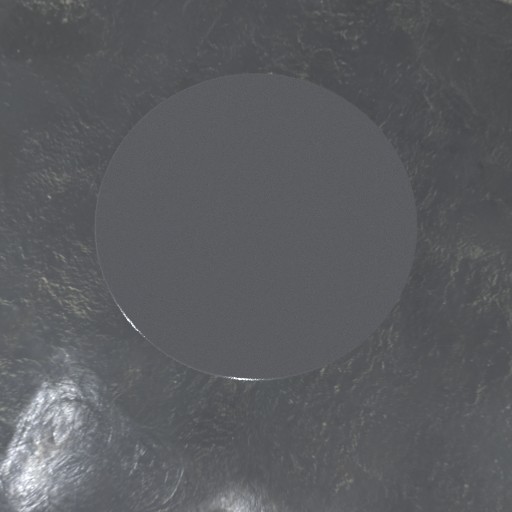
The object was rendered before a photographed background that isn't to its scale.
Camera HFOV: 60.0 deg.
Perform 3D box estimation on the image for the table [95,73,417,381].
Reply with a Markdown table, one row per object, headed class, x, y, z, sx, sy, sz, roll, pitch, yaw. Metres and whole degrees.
| class | x | y | z | sx | sy | sz | roll | pitch | yaw |
| --- | --- | --- | --- | --- | --- | --- | --- | --- | --- |
| table | 0.000 | 0.000 | 0.954 | 0.500 | 0.550 | 0.500 | 0 | 76 | 0 |
